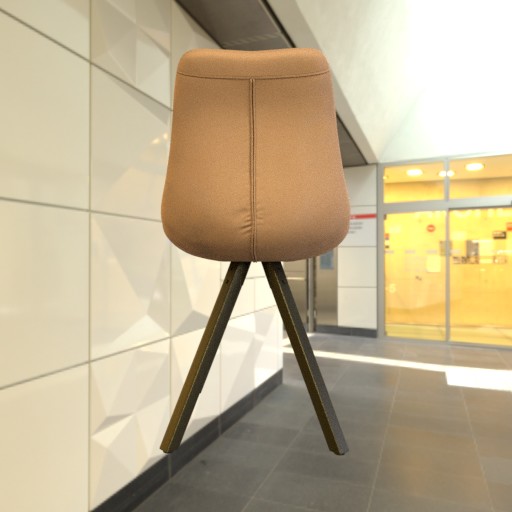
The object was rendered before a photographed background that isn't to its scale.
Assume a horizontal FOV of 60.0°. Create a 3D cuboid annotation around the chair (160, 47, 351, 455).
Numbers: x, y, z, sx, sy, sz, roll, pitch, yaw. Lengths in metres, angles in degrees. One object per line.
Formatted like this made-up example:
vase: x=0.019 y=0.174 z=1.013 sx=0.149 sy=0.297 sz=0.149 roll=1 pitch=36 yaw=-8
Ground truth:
chair: x=0.000 y=0.000 z=1.178 sx=0.483 sy=0.865 sz=0.547 roll=0 pitch=-1 yaw=1
